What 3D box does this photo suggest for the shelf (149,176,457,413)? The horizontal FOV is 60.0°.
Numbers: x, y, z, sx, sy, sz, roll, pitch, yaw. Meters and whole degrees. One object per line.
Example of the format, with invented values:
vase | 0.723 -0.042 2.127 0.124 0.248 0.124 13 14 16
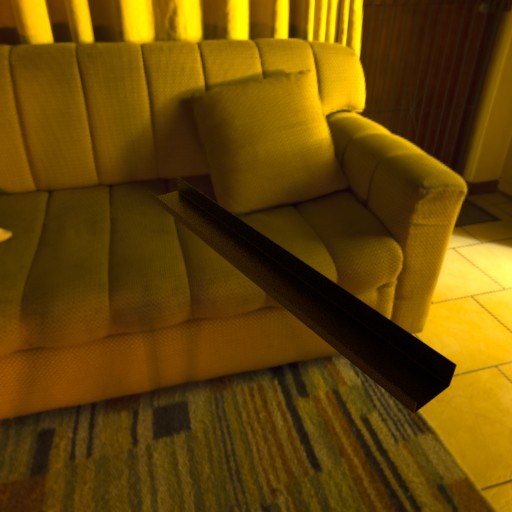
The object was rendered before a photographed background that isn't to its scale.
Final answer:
shelf | 0.000 0.000 0.984 0.092 0.049 0.924 -21 38 -30
